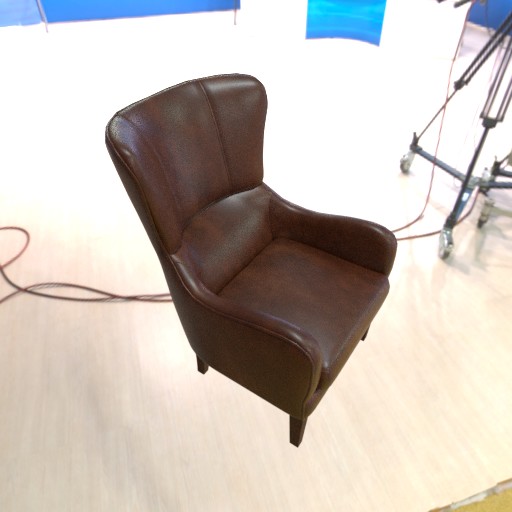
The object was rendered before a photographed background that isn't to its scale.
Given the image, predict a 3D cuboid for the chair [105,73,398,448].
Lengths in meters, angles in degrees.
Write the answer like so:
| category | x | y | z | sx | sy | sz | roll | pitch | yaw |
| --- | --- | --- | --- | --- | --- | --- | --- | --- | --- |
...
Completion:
| category | x | y | z | sx | sy | sz | roll | pitch | yaw |
| --- | --- | --- | --- | --- | --- | --- | --- | --- | --- |
| chair | 0.000 | 0.000 | 1.653 | 0.914 | 1.048 | 0.692 | 24 | 46 | 25 |
